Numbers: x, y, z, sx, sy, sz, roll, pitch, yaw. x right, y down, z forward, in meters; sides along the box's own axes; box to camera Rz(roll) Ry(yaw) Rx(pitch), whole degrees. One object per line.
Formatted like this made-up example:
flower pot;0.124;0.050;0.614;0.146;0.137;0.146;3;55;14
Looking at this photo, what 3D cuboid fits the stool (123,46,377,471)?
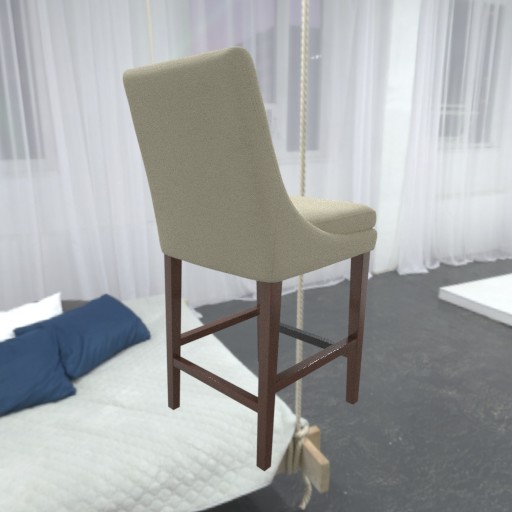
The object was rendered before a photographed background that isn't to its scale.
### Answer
stool;0.000;0.000;1.263;0.470;0.981;0.577;13;19;42
